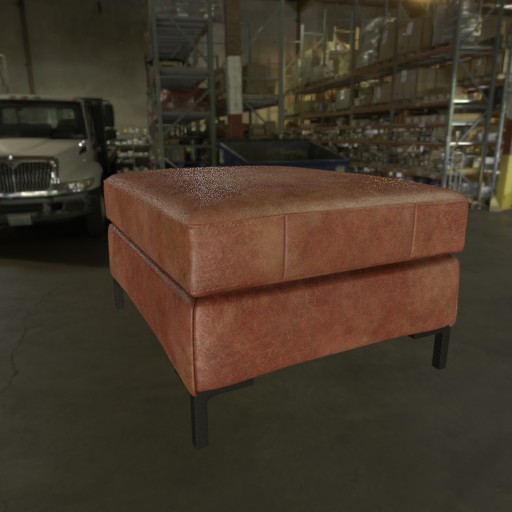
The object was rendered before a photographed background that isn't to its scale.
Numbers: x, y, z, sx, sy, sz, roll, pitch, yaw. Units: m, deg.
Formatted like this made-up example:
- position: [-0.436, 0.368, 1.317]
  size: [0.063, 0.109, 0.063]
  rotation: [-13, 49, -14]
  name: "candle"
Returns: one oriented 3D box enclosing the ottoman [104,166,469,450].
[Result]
- position: [0.000, 0.000, 1.766]
  size: [0.965, 0.667, 1.186]
  rotation: [-8, 17, -26]
  name: "ottoman"
